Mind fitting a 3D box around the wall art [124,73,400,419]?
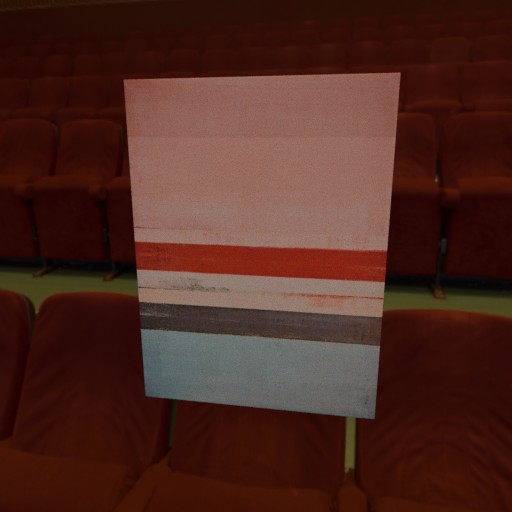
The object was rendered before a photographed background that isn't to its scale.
[{"bbox_3d":[0.000,0.000,1.348,0.761,1.016,0.039,2,15,10],"label":"wall art"}]
